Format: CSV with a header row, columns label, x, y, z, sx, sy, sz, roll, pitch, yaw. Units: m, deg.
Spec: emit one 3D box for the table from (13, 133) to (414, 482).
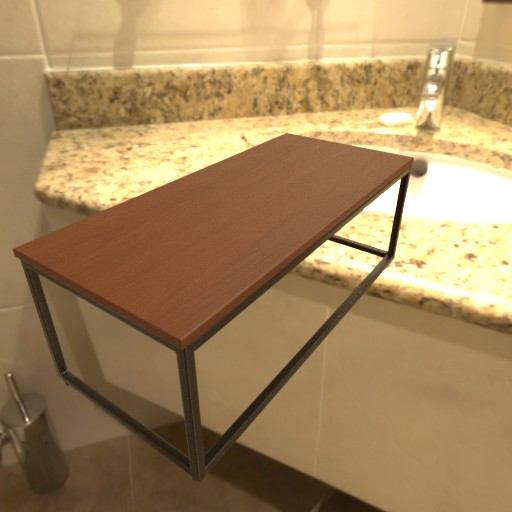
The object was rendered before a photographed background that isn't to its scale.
label,x,y,z,sx,sy,sz,roll,pitch,yaw
table,0.000,0.000,1.312,0.500,0.400,1.100,20,37,30
